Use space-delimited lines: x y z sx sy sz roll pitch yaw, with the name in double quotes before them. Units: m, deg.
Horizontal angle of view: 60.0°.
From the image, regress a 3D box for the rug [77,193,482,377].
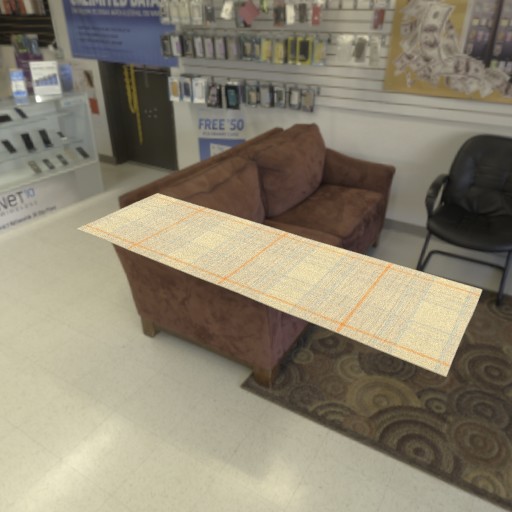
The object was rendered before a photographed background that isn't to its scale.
"rug" 0.000 0.000 2.715 2.442 0.016 0.770 19 35 29
